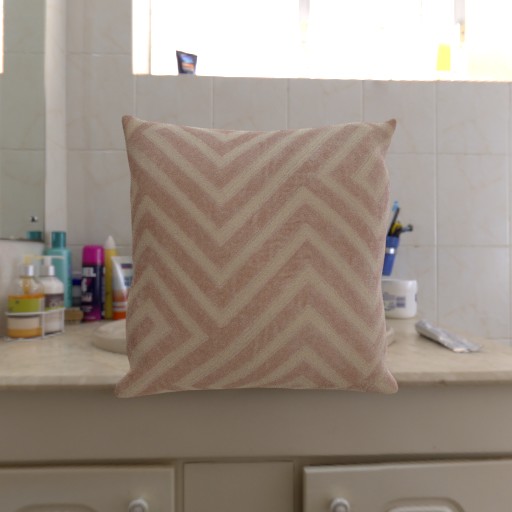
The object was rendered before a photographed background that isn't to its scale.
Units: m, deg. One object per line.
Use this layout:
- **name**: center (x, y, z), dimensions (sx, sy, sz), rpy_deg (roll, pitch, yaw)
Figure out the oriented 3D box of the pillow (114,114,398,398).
- **pillow**: center (0.000, 0.000, 0.685), dimensions (0.440, 0.441, 0.182), rpy_deg (0, -1, 0)
